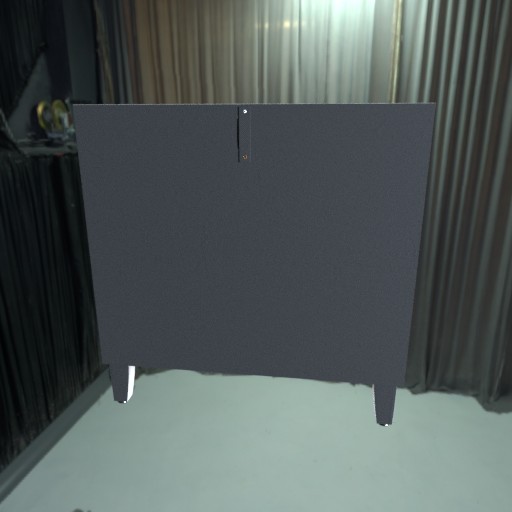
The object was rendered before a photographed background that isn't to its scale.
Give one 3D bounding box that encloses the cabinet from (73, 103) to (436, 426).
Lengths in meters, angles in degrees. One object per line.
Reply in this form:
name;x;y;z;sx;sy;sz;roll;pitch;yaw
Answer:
cabinet;0.000;0.000;1.230;0.781;0.787;0.370;2;17;7
